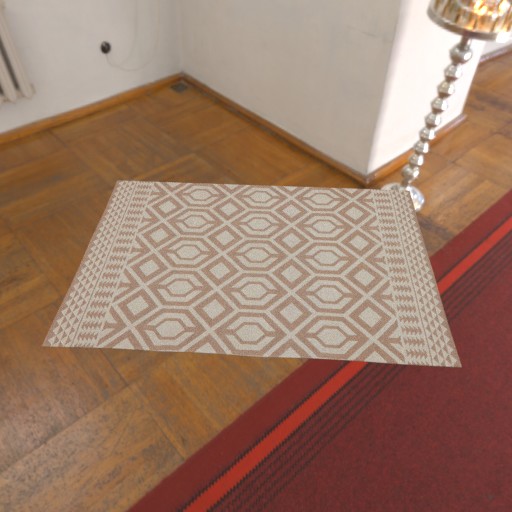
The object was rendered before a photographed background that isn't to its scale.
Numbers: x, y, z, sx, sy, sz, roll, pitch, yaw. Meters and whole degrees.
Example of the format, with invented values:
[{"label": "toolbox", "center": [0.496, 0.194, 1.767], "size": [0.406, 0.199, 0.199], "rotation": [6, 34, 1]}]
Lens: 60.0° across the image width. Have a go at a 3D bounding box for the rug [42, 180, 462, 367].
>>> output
[{"label": "rug", "center": [0.000, 0.000, 2.349], "size": [1.829, 0.008, 1.219], "rotation": [2, 46, 2]}]
